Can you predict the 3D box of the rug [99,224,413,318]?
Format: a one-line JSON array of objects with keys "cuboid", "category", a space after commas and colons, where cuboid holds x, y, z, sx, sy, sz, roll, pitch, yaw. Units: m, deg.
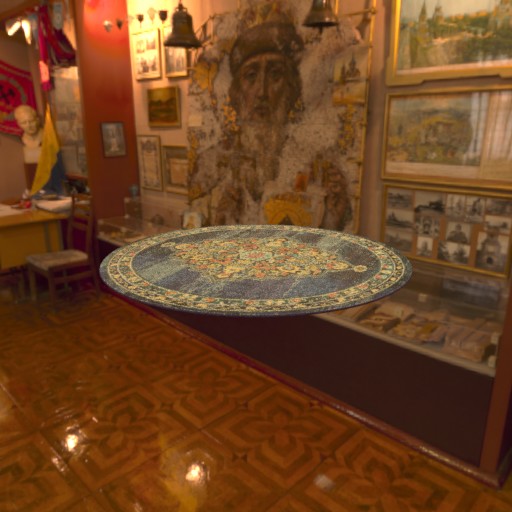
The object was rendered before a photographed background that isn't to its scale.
[{"cuboid": [0.000, 0.000, 2.375, 1.591, 0.010, 1.591, 0, 16, 0], "category": "rug"}]
